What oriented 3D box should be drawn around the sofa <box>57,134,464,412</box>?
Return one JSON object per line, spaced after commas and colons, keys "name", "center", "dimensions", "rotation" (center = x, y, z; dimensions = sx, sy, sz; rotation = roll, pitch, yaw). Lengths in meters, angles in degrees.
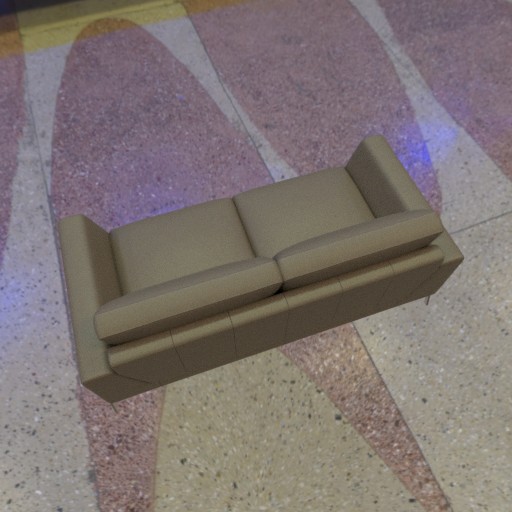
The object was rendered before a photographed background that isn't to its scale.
{"name": "sofa", "center": [0.000, 0.000, 2.519], "dimensions": [2.017, 0.875, 0.953], "rotation": [-17, 61, -9]}
